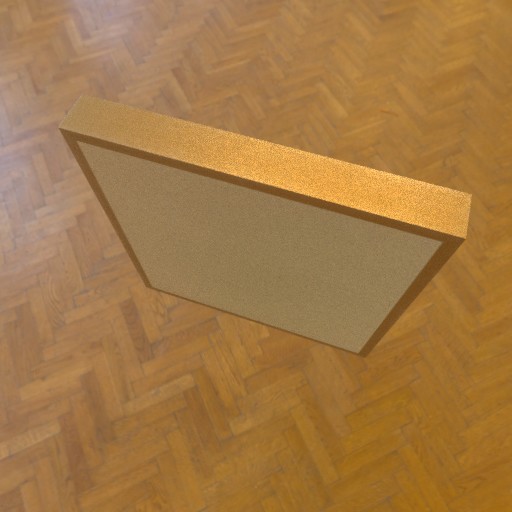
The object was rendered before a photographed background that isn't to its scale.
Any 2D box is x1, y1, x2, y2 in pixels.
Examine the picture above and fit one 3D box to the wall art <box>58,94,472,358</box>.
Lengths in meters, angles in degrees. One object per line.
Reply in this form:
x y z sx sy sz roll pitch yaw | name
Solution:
0.000 0.000 0.458 0.306 0.305 0.038 17 64 9 | wall art
